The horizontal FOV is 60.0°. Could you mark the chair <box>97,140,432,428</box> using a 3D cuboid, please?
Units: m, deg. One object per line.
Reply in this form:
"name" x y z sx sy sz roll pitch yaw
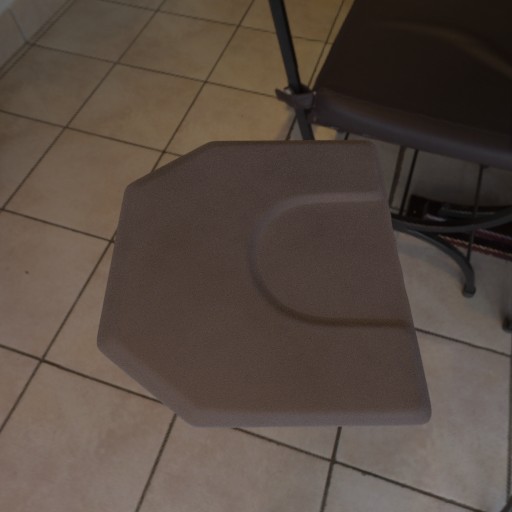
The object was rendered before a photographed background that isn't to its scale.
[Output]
"chair" 0.000 0.000 1.872 1.219 0.024 1.372 0 58 0
